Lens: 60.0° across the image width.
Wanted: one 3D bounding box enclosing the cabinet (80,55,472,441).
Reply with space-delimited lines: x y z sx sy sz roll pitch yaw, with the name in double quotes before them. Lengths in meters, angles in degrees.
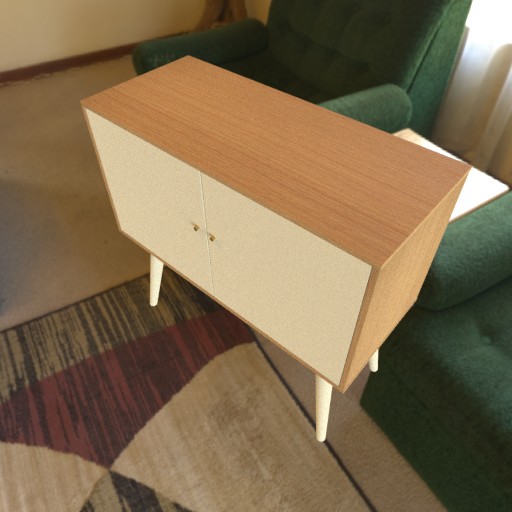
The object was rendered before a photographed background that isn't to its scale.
"cabinet" 0.000 0.000 1.615 1.057 1.016 0.470 32 54 27
